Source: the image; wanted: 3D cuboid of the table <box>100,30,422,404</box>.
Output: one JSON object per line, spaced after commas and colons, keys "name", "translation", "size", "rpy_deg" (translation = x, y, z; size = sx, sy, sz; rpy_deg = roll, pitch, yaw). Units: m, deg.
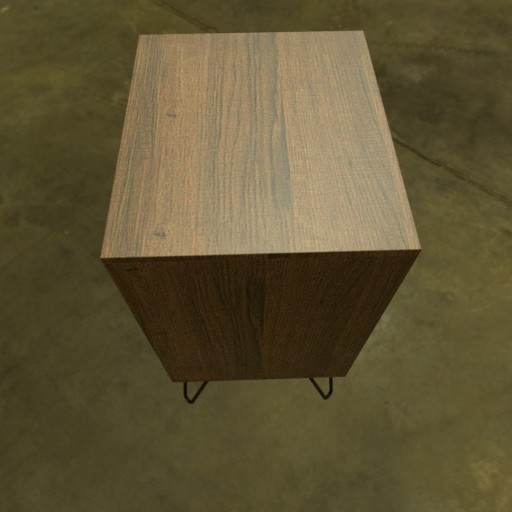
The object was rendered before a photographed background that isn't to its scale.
{"name": "table", "translation": [0.000, 0.000, 1.121], "size": [0.457, 0.866, 0.526], "rpy_deg": [-2, 59, -1]}
